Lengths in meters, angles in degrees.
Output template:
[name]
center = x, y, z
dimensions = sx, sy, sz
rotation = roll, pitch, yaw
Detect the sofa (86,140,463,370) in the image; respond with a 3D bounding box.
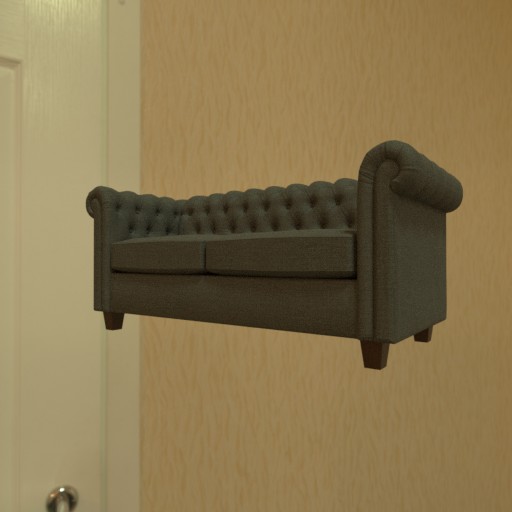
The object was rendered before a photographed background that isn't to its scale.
[sofa]
center = 0.000, 0.000, 2.245
dimensions = 1.798, 0.797, 0.783
rotation = 0, -1, 35
